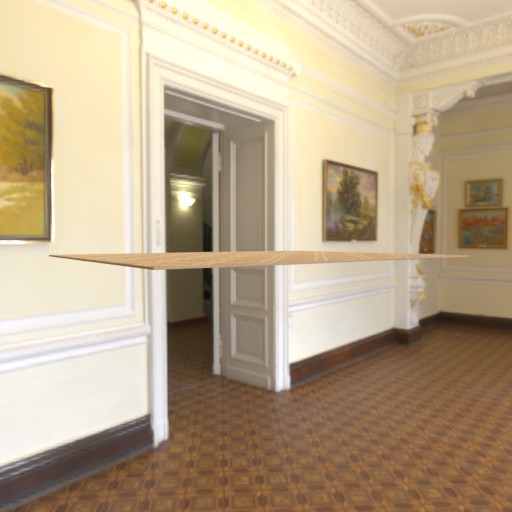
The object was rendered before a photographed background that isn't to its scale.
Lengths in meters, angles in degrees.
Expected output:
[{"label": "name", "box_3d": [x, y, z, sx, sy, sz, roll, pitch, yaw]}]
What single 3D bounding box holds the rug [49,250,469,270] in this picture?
[{"label": "rug", "box_3d": [0.000, 0.000, 3.879, 2.895, 0.018, 2.288, -1, 2, -36]}]
